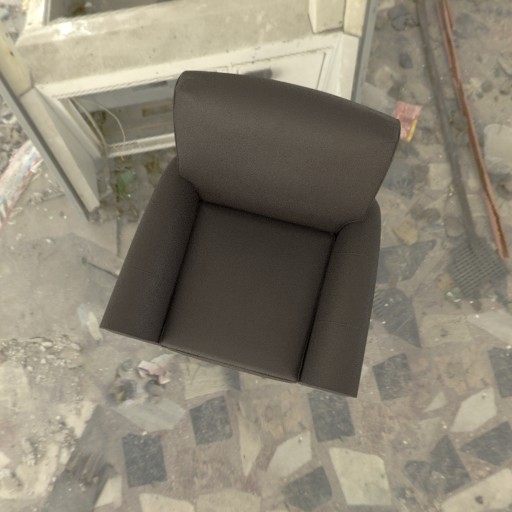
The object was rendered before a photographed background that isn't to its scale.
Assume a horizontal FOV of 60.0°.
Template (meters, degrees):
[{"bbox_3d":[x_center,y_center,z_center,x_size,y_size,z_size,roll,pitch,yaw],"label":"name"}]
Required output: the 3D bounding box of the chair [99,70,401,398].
[{"bbox_3d":[0.000,0.000,1.787,0.978,1.061,0.902,14,76,4],"label":"chair"}]
